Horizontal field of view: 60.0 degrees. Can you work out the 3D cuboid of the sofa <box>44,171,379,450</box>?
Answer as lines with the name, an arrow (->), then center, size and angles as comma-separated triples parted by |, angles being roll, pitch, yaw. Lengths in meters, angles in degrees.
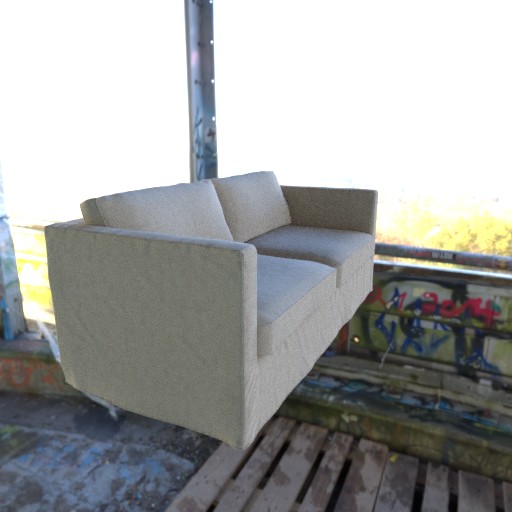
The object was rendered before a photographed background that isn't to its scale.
sofa -> 0.000, 0.000, 2.462 | 0.962, 0.835, 1.959 | 7, 16, 26
